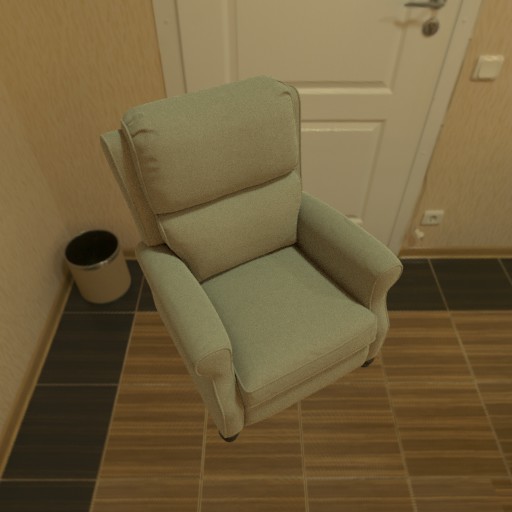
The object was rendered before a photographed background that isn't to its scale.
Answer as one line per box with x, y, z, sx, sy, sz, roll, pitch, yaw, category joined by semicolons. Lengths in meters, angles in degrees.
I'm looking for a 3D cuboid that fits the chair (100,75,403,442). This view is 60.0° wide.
0.000;0.000;1.754;0.859;1.046;0.919;-22;50;-20;chair
